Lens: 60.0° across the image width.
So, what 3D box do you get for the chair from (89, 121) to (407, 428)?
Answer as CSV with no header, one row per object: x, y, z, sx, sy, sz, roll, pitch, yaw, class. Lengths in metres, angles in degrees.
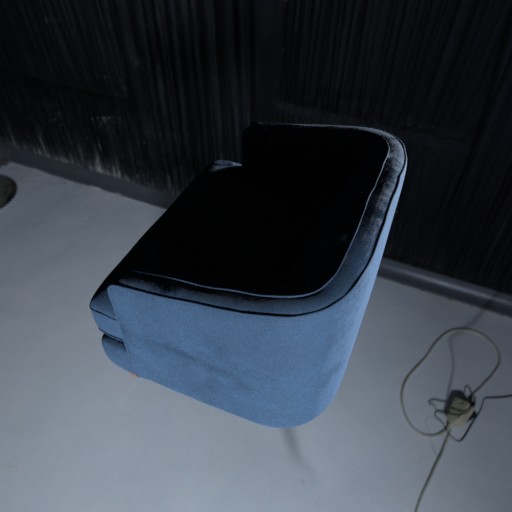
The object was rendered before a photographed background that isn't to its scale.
0.000,0.000,1.802,0.940,0.852,1.094,17,48,16,chair
